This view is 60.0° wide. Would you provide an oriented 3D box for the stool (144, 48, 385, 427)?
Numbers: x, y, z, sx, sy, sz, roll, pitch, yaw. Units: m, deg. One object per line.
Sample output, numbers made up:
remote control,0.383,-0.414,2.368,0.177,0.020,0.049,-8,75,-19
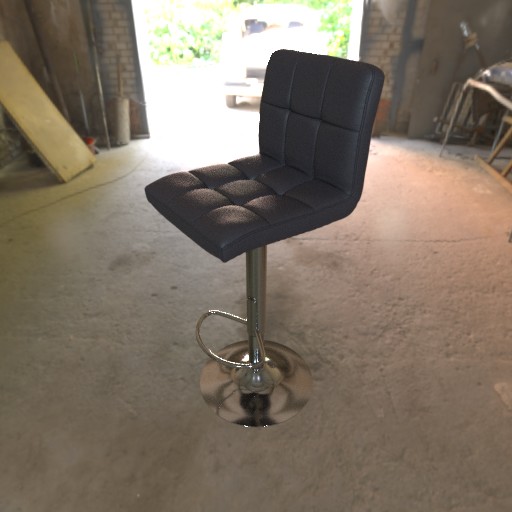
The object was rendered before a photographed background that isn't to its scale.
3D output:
stool,0.000,0.000,1.378,0.505,1.115,0.430,-22,38,-30
